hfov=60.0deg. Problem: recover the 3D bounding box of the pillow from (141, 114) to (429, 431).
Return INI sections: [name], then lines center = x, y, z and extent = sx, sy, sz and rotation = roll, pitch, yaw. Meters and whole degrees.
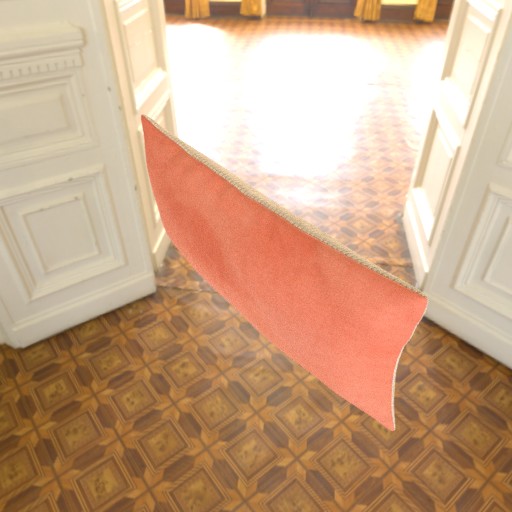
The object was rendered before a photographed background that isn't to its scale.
[pillow]
center = 0.000, 0.000, 0.731
extent = 0.155, 0.307, 0.608
rotation = -27, 47, -29
